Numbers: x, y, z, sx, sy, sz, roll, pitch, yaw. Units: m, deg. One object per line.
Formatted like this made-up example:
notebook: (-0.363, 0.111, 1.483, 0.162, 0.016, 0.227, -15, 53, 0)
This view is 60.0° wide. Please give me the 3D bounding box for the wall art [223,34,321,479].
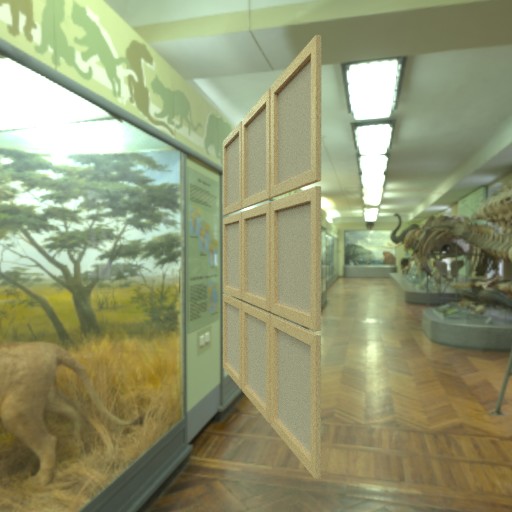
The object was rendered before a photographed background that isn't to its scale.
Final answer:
wall art: (0.000, 0.000, 1.788, 0.016, 1.207, 1.217, 0, 1, -16)
